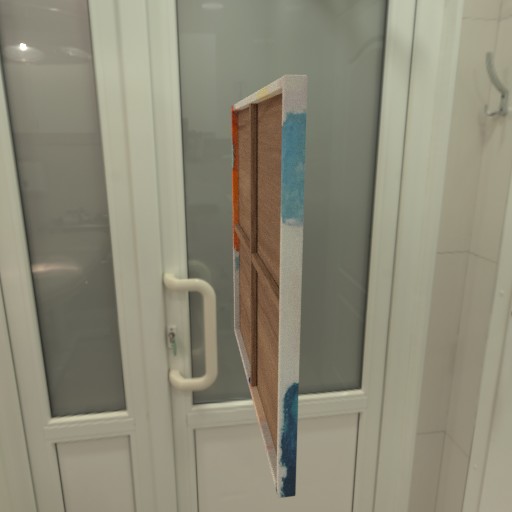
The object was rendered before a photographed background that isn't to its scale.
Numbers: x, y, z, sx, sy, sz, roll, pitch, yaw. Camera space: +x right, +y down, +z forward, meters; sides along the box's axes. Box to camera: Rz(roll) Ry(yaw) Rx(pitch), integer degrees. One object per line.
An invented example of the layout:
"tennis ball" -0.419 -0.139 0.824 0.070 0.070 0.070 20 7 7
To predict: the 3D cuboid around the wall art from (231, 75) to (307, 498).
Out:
"wall art" 0.000 0.000 1.195 0.037 0.814 0.814 -2 16 -9
